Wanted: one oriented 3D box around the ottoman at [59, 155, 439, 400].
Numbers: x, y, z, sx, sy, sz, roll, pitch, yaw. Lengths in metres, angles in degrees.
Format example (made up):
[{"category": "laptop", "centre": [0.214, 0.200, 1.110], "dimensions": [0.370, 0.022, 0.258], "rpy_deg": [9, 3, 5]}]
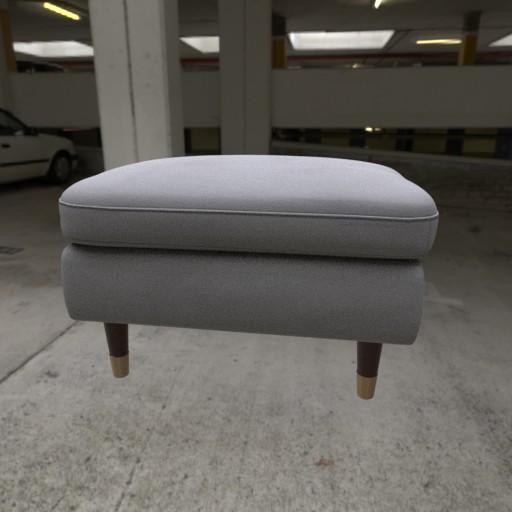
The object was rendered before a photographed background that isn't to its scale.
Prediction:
[{"category": "ottoman", "centre": [0.000, 0.000, 1.103], "dimensions": [0.747, 0.478, 0.593], "rpy_deg": [3, 17, 8]}]
